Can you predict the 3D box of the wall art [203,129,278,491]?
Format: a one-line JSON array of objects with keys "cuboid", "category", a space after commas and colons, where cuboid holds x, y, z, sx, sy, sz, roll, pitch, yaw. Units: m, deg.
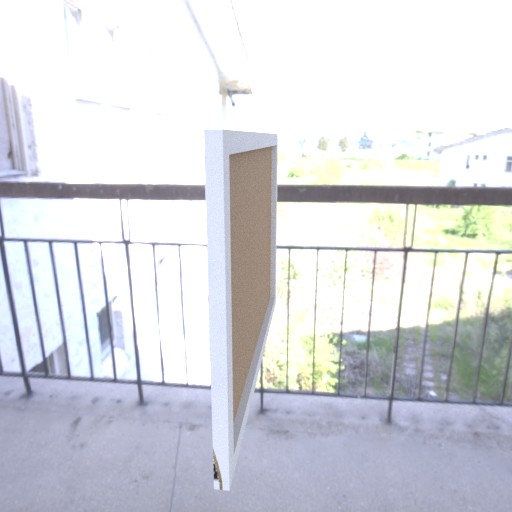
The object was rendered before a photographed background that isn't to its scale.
[{"cuboid": [0.000, 0.000, 1.426, 0.038, 0.767, 1.144, 2, 15, 7], "category": "wall art"}]
